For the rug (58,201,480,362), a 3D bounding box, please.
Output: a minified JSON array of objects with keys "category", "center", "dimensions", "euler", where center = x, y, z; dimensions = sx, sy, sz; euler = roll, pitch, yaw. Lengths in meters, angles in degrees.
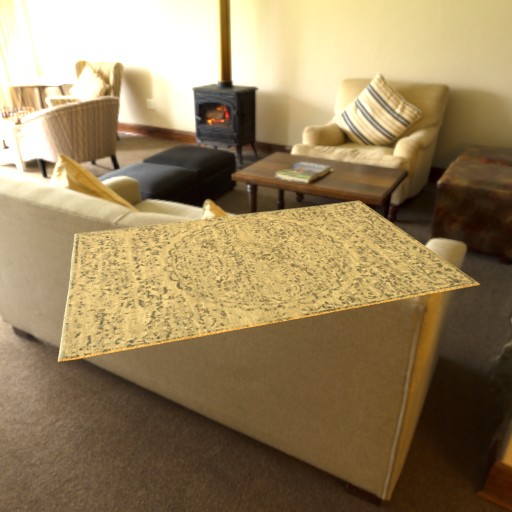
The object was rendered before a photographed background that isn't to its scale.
[{"category":"rug","center":[0.000,0.000,3.080],"dimensions":[2.447,0.021,1.527],"euler":[-8,29,-15]}]
